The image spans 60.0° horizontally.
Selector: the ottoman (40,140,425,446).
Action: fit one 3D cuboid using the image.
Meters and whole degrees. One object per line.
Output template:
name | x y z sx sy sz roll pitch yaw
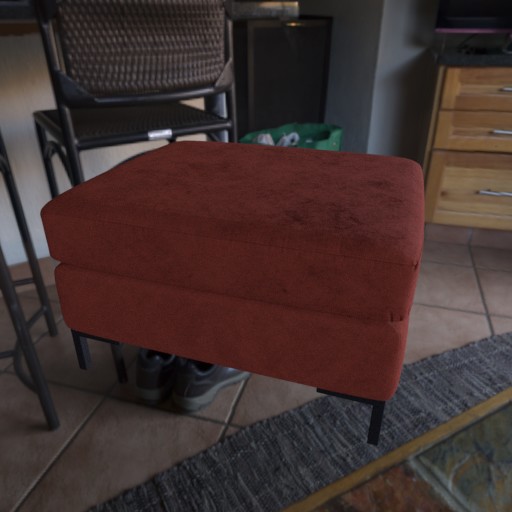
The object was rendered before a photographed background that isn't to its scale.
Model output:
ottoman | 0.000 0.000 1.167 0.782 0.462 0.650 9 29 16
